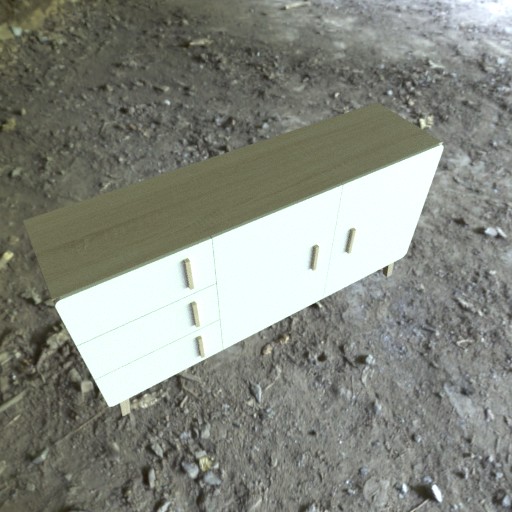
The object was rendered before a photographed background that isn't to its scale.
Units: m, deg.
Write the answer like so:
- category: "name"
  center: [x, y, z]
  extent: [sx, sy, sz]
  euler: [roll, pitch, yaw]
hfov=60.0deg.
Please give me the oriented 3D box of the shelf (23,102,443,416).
- category: "shelf"
  center: [0.000, 0.000, 1.836]
  extent: [1.490, 0.780, 0.400]
  euler: [-24, 51, -21]
